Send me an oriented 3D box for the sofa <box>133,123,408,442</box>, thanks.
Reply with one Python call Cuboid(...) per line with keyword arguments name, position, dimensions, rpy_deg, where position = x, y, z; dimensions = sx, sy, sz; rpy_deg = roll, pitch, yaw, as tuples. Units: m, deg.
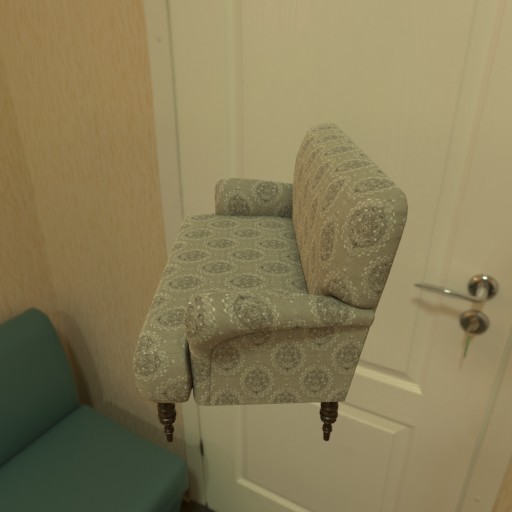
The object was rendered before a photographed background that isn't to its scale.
Cuboid(name="sofa", position=(0.000, 0.000, 1.821), dimensions=(0.779, 0.889, 1.297), rpy_deg=(0, 26, -1))
